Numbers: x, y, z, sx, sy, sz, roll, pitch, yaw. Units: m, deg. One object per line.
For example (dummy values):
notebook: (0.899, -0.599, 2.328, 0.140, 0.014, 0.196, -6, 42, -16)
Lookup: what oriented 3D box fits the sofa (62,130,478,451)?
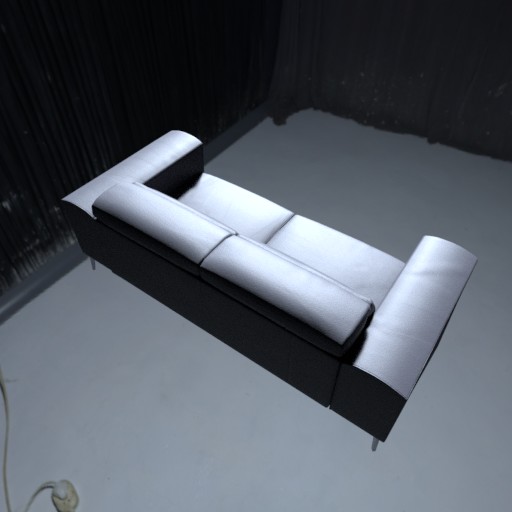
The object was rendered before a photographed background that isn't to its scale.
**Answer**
sofa: (0.000, 0.000, 2.798, 2.330, 0.814, 1.048, 27, 52, 24)
